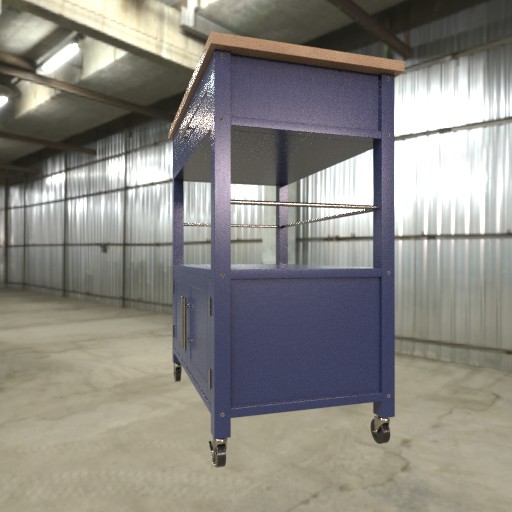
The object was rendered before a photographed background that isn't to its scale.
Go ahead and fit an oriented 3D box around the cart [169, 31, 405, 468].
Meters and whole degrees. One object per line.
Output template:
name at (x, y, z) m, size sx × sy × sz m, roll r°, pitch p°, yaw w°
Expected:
cart at (0.000, 0.000, 1.358) m, size 0.459 × 0.901 × 0.840 m, roll 0°, pitch 0°, yaw -17°
